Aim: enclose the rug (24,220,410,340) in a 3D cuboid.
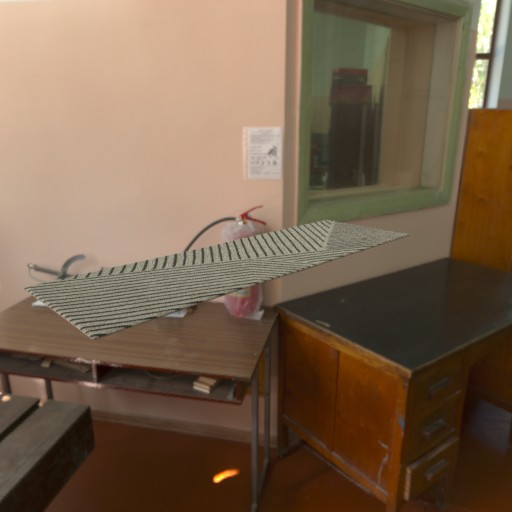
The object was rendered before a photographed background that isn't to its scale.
[{"bbox_3d":[0.000,0.000,2.725,2.439,0.020,0.773,-15,22,-42],"label":"rug"}]
